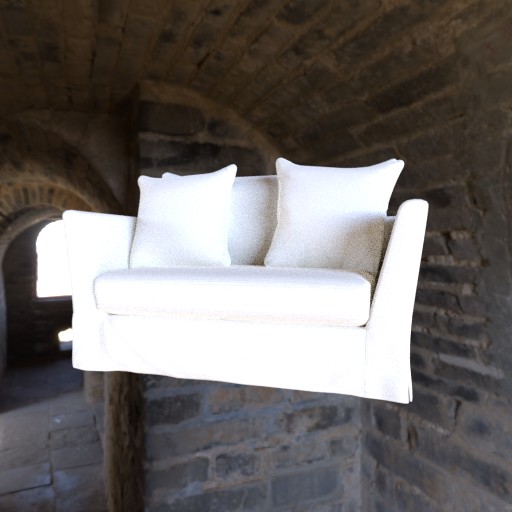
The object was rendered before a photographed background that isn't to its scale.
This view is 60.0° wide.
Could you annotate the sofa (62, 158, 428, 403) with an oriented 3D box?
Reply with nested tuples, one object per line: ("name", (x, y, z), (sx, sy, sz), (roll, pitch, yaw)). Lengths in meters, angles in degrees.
("sofa", (0.000, 0.000, 2.298), (1.608, 1.039, 1.026), (0, 1, 18))
